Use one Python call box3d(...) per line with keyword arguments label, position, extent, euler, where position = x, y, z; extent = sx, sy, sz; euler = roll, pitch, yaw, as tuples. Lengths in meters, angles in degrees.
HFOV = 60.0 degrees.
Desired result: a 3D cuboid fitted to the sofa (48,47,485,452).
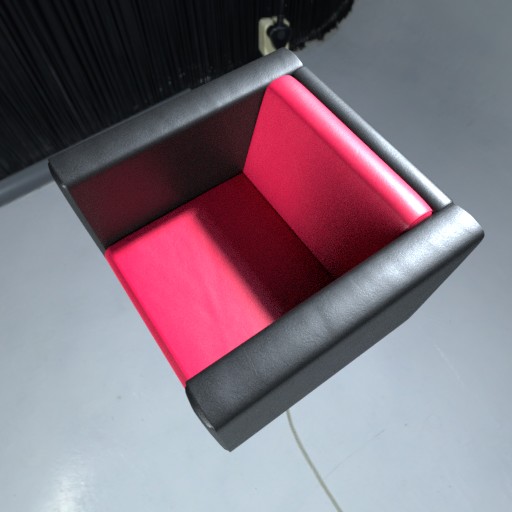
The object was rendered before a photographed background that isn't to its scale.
box3d(label="sofa", position=(0.000, 0.000, 1.425), extent=(0.809, 0.724, 0.839), euler=(-32, 67, -15))
